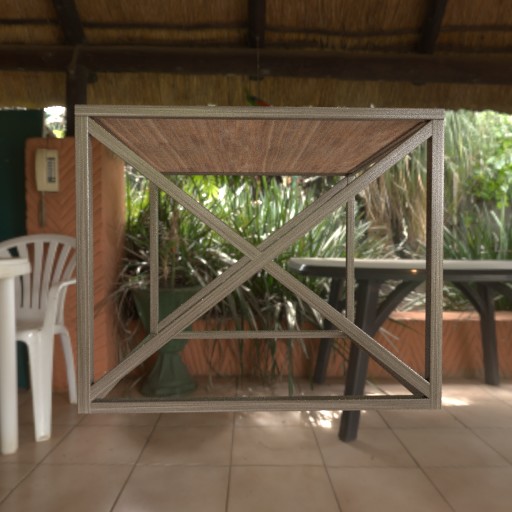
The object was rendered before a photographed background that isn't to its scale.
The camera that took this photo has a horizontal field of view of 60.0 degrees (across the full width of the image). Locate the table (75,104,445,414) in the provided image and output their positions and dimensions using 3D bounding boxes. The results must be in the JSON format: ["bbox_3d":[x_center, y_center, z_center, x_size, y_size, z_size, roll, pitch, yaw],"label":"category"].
[{"bbox_3d":[0.000,0.000,1.040,0.611,0.507,0.609,0,1,-2],"label":"table"}]
